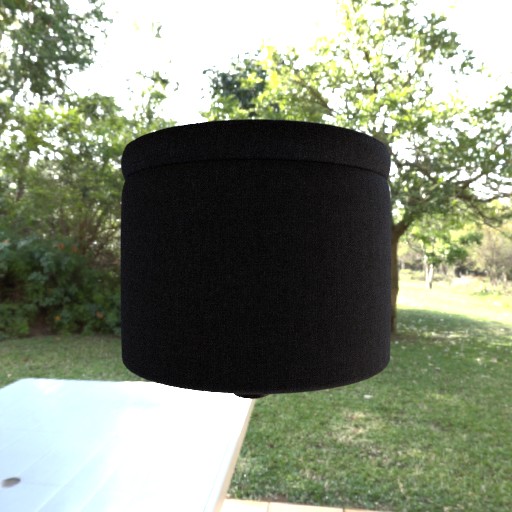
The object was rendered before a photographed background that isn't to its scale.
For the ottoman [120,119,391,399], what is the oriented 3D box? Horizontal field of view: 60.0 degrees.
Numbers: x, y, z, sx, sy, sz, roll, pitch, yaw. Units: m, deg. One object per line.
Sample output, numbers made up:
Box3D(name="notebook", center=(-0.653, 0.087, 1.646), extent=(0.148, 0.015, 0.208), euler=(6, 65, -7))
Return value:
Box3D(name="ottoman", center=(0.000, 0.000, 0.889), extent=(0.520, 0.430, 0.520), euler=(0, 0, 0))
